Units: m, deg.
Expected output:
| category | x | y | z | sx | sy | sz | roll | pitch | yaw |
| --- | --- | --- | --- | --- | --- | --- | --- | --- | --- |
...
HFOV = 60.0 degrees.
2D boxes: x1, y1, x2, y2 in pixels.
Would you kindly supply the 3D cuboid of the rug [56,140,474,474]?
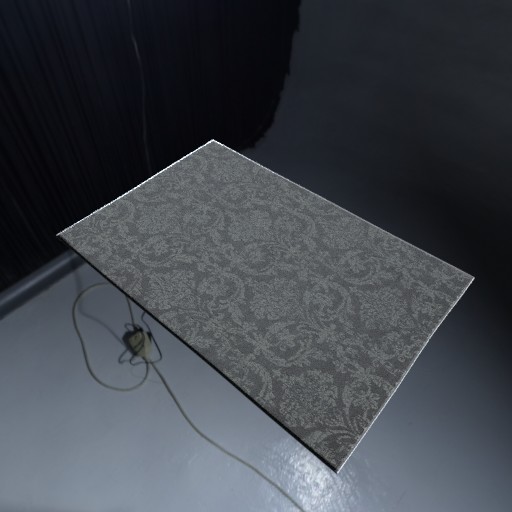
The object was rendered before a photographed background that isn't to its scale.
| category | x | y | z | sx | sy | sz | roll | pitch | yaw |
| --- | --- | --- | --- | --- | --- | --- | --- | --- | --- |
| rug | 0.000 | 0.000 | 3.456 | 2.746 | 0.018 | 1.819 | 33 | 56 | 26 |
